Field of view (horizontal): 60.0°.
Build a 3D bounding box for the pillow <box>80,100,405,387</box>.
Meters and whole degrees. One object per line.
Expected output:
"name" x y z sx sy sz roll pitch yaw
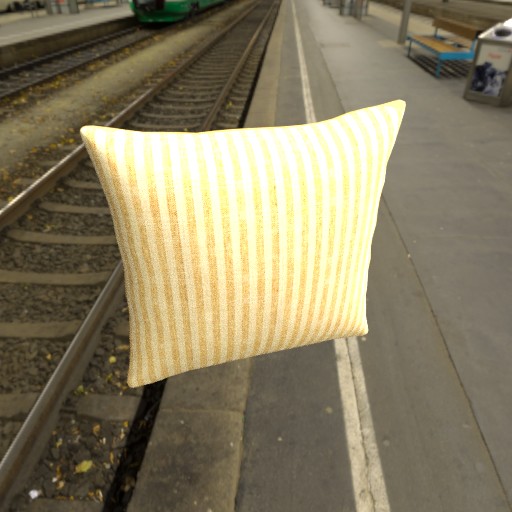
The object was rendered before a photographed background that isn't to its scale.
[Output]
"pillow" 0.000 0.000 0.641 0.419 0.407 0.173 -10 33 -15
